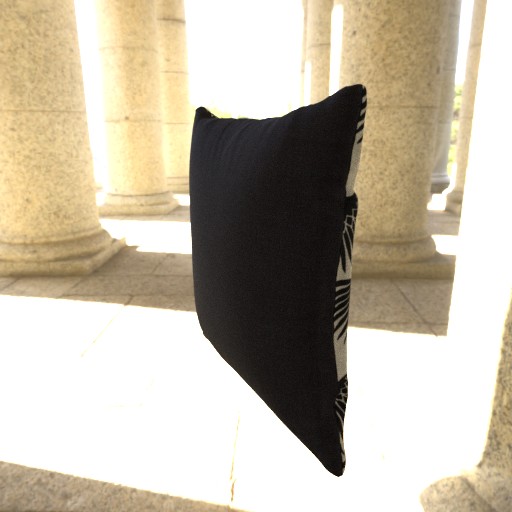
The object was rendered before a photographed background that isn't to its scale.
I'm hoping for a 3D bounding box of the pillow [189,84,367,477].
[{"bbox_3d":[0.000,0.000,0.644,0.139,0.432,0.432,-8,17,-26],"label":"pillow"}]
